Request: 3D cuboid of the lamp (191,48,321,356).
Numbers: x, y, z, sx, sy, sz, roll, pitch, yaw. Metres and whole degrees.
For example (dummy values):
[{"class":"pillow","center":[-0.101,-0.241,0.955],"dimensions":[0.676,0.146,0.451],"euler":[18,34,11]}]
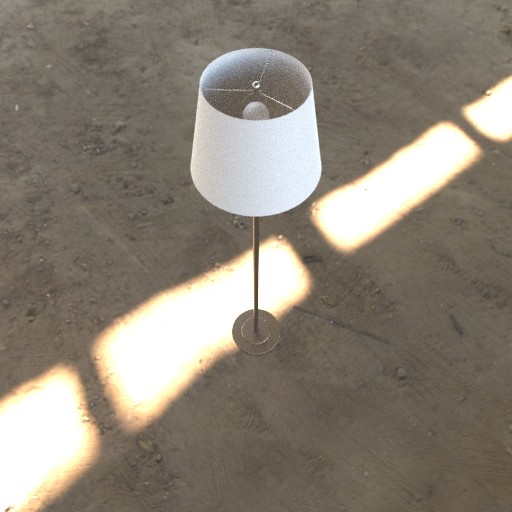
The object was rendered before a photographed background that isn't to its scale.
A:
[{"class":"lamp","center":[0.000,0.000,1.613],"dimensions":[0.355,1.473,0.355],"euler":[0,58,0]}]
